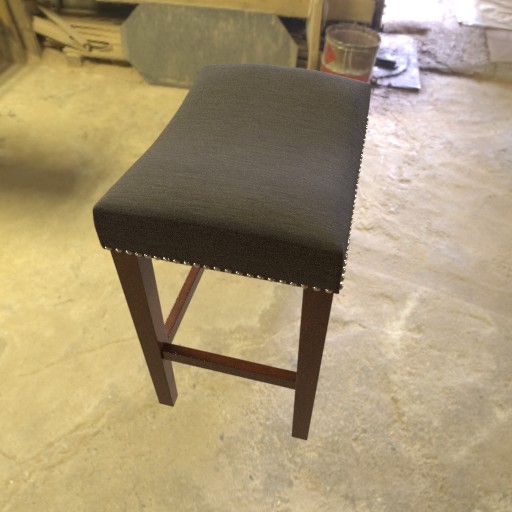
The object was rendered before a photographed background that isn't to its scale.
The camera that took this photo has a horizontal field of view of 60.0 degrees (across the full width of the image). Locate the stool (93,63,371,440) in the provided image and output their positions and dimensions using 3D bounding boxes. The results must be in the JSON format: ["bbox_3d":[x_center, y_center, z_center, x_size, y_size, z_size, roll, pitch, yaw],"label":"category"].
[{"bbox_3d":[0.000,0.000,0.973,0.372,0.654,0.504,10,47,10],"label":"stool"}]
